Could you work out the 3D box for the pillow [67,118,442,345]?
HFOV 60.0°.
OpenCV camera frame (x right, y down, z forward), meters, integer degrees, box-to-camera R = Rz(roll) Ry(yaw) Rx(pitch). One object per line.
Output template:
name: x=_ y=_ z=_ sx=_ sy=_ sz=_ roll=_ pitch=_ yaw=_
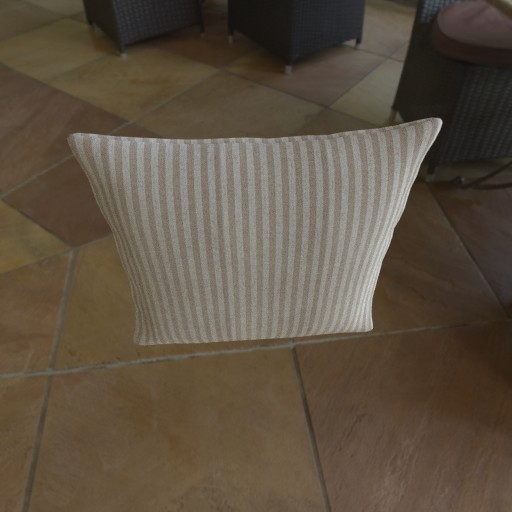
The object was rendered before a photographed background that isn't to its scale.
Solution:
pillow: x=0.000 y=0.000 z=0.788 sx=0.523 sy=0.510 sz=0.166 roll=-3 pitch=47 yaw=-3
